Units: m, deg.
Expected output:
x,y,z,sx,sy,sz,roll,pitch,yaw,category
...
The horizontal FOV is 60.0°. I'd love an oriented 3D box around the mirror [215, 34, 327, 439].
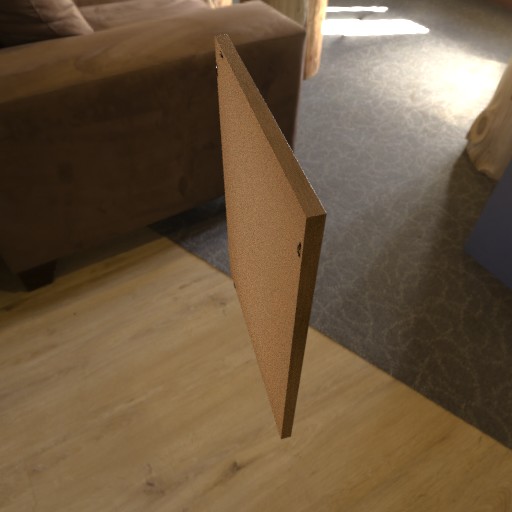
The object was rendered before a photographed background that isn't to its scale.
x,y,z,sx,sy,sz,roll,pitch,yaw,category
0.000,0.000,1.361,0.041,1.016,0.762,-11,49,-10,mirror
